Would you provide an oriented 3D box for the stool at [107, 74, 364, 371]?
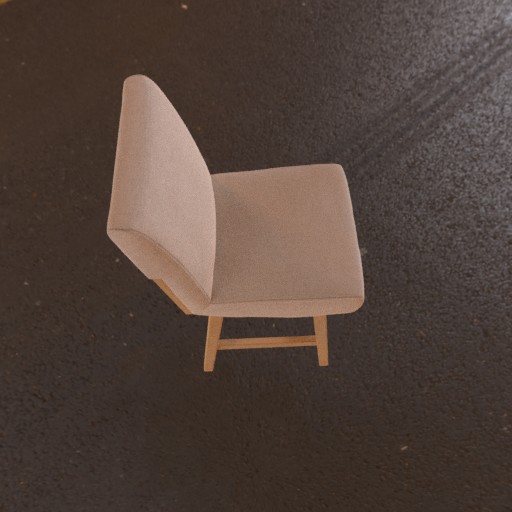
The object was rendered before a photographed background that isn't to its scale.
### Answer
[{"bbox_3d":[0.000,0.000,1.297,0.543,1.015,0.446,-2,64,-1],"label":"stool"}]
